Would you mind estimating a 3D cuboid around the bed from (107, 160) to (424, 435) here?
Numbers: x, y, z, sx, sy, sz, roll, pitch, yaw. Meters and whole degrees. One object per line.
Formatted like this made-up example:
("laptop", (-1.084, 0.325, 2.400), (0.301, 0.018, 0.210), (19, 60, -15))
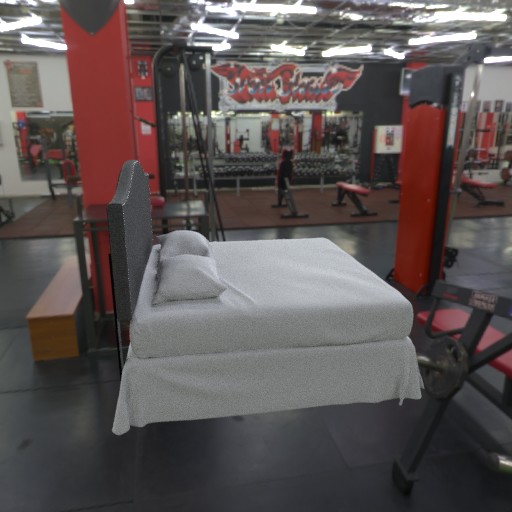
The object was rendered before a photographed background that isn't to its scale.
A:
("bed", (0.000, 0.000, 3.851), (2.219, 1.651, 2.314), (-2, 16, -8))
